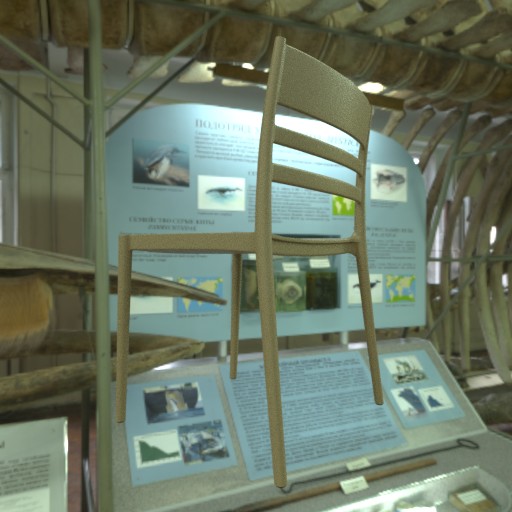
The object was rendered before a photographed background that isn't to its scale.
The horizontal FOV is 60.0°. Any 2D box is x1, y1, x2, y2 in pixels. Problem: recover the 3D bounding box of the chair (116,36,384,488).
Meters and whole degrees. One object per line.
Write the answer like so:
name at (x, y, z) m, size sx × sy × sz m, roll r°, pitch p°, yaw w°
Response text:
chair at (0.000, 0.000, 1.114) m, size 0.511 × 0.800 × 0.531 m, roll 0°, pitch 0°, yaw 35°
